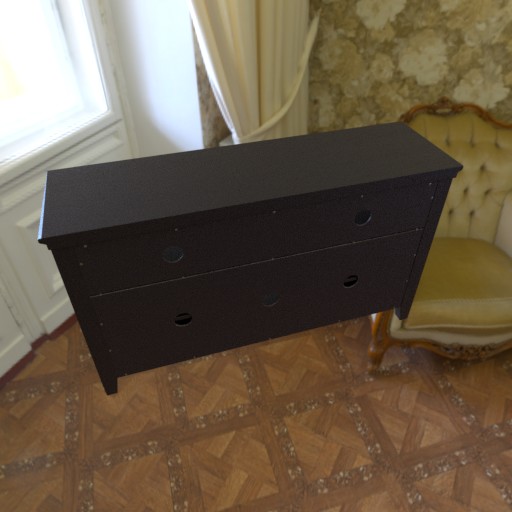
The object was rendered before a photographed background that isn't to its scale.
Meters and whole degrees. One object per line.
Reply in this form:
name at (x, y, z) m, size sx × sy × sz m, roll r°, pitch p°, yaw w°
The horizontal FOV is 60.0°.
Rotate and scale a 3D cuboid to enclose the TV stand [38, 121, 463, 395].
TV stand at (0.000, 0.000, 1.534) m, size 1.198 × 0.681 × 0.347 m, roll -11°, pitch 41°, yaw -13°
